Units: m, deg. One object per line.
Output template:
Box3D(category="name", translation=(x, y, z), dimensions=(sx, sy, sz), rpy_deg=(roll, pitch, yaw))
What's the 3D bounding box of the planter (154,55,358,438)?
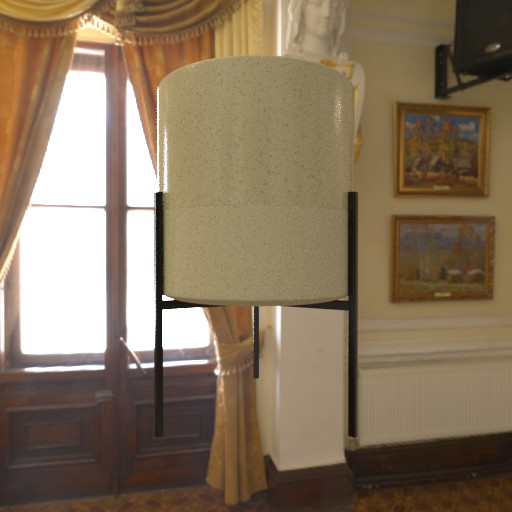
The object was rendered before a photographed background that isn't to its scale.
Box3D(category="planter", translation=(0.000, 0.000, 0.546), dimensions=(0.234, 0.390, 0.243), rpy_deg=(0, 1, 0))
